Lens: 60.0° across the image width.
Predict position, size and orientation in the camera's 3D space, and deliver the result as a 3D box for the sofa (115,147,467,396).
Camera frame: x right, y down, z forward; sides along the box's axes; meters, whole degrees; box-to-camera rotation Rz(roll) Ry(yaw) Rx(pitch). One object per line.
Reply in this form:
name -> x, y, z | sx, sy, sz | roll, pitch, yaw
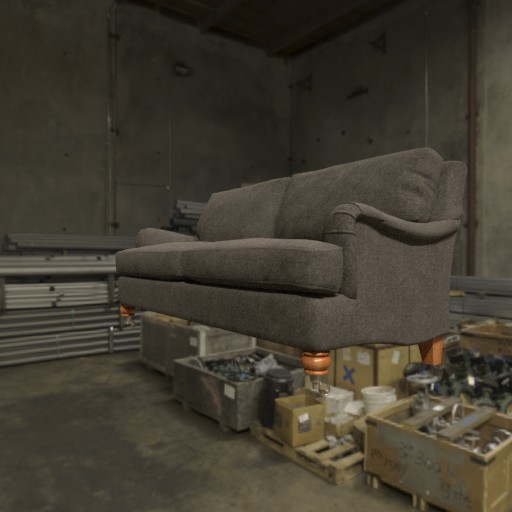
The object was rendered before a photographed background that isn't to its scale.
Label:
sofa -> 0.000, 0.000, 2.722 | 1.087, 1.054, 2.160 | 0, 0, -36
